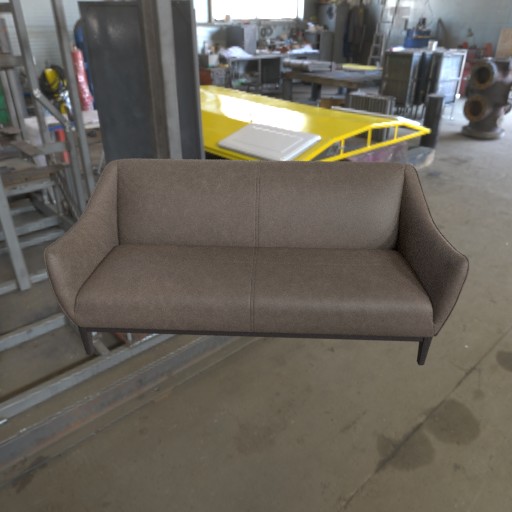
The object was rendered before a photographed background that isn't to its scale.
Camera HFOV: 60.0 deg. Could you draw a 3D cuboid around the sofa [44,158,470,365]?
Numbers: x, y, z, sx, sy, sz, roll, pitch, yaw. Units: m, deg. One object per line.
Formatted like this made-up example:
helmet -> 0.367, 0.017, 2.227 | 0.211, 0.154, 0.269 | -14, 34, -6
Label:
sofa -> 0.000, 0.000, 2.418 | 1.928, 0.831, 0.869 | 1, 29, 2
